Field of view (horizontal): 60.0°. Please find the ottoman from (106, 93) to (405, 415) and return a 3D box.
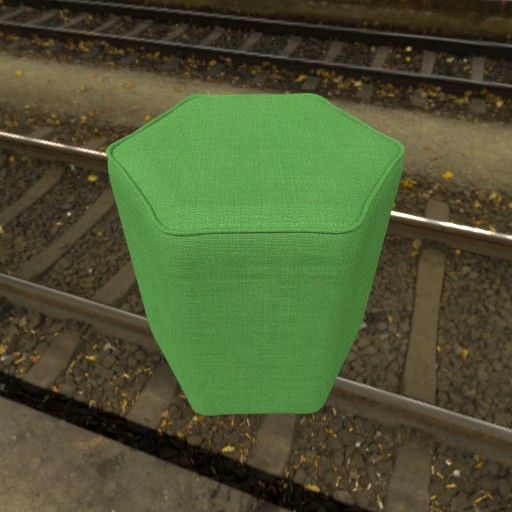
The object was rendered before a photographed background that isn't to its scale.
[{"bbox_3d":[0.000,0.000,0.892,0.499,0.507,0.444,-1,43,-1],"label":"ottoman"}]
